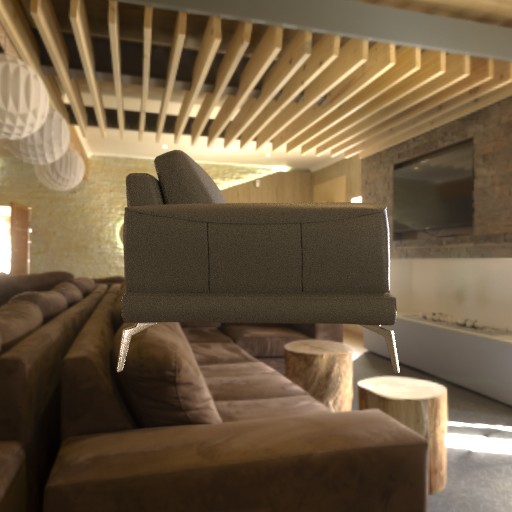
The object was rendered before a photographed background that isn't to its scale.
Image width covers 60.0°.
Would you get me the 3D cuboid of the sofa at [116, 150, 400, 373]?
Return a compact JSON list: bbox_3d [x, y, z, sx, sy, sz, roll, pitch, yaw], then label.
[{"bbox_3d":[0.000,0.000,2.775,1.121,0.930,2.177,0,0,0],"label":"sofa"}]
